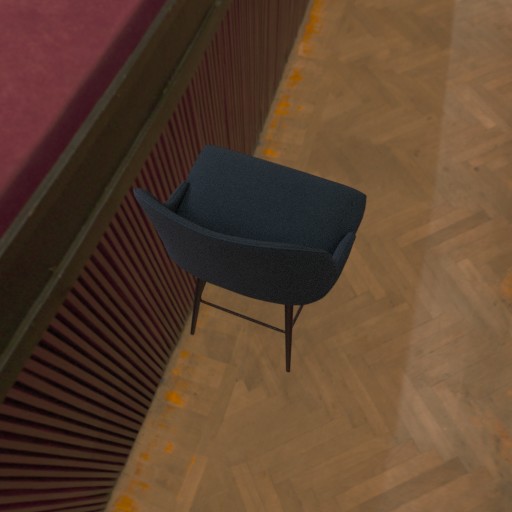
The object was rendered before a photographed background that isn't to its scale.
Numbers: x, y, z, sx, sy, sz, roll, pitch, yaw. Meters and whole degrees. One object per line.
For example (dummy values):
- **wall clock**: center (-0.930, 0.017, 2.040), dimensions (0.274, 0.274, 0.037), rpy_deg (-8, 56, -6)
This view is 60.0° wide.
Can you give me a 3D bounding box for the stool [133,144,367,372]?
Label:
- **stool**: center (0.000, 0.000, 1.356), dimensions (0.527, 1.079, 0.489), rpy_deg (19, 65, 9)
